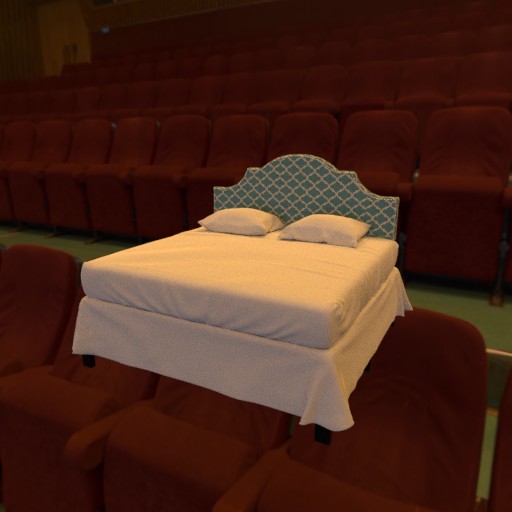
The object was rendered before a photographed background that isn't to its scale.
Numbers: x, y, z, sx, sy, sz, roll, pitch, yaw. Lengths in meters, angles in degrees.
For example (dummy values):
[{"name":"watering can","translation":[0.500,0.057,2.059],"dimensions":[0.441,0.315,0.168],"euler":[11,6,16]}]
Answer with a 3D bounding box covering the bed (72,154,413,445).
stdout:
[{"name":"bed","translation":[0.000,0.000,3.719],"dimensions":[2.314,1.601,2.222],"euler":[8,17,27]}]
